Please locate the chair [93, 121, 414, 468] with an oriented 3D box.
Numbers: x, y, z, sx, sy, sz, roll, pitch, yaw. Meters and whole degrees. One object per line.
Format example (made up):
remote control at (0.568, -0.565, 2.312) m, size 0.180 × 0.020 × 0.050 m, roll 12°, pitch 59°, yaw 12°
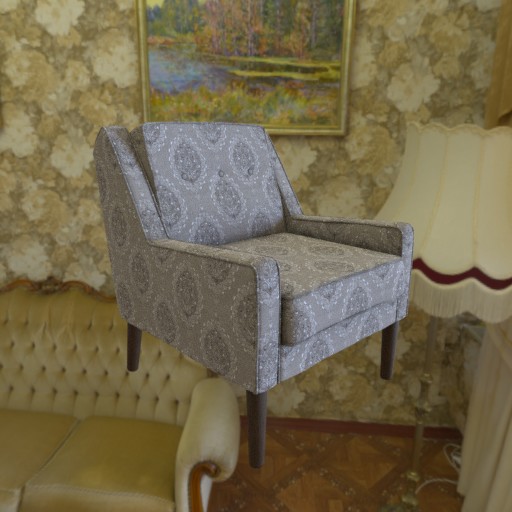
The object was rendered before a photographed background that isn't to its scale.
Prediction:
chair at (0.000, 0.000, 1.359) m, size 0.665 × 0.797 × 0.750 m, roll -14°, pitch 20°, yaw -41°
